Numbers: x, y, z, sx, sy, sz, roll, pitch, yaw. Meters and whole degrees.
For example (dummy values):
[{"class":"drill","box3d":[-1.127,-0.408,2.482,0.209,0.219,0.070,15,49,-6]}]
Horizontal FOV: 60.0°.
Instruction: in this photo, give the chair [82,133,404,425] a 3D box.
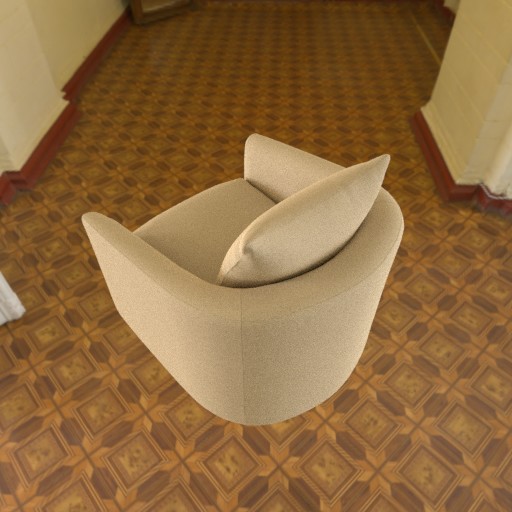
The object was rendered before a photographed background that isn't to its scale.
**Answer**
[{"class":"chair","box3d":[0.000,0.000,1.594,0.845,0.848,0.910,-33,54,-28]}]
